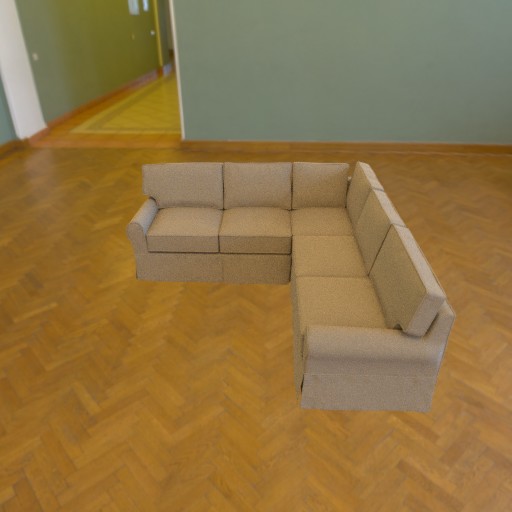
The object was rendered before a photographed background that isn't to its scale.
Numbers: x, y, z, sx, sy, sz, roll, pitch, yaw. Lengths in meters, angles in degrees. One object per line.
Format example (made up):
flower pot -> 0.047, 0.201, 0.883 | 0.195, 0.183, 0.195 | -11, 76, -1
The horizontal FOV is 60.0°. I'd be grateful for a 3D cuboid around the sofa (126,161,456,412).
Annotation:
sofa -> 0.000, 0.000, 4.240 | 2.730, 1.124, 2.733 | 1, 30, 2
